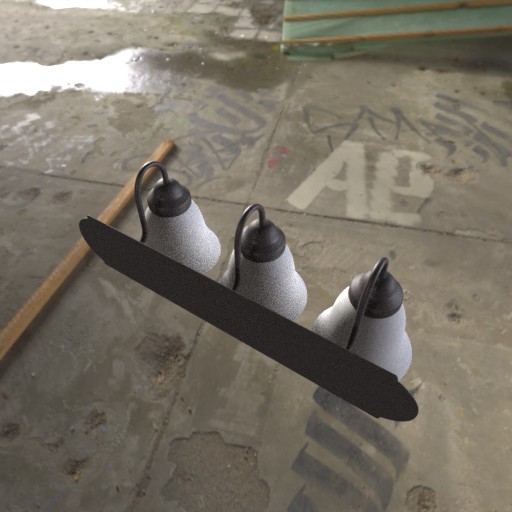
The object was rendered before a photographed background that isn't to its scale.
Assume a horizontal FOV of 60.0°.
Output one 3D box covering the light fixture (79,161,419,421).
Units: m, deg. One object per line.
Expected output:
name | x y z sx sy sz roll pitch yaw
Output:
light fixture | 0.000 0.000 0.706 0.610 0.222 0.199 25 52 22
